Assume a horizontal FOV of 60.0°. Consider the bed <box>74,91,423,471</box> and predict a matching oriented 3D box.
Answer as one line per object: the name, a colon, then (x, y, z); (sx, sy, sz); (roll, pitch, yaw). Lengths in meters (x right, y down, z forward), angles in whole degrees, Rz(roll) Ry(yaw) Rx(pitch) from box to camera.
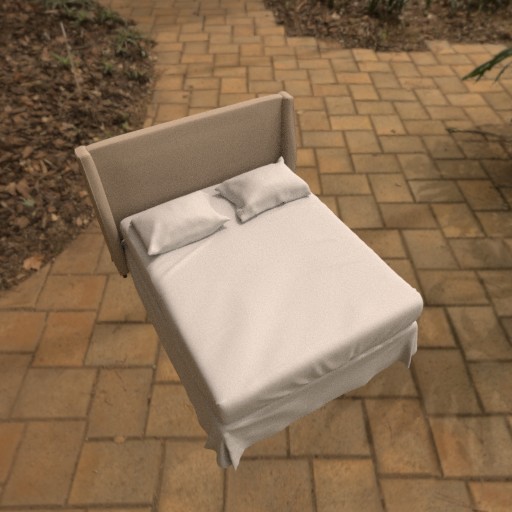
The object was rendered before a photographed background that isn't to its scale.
bed: (0.000, 0.000, 3.470); (1.925, 1.332, 2.276); (-22, 50, -20)
